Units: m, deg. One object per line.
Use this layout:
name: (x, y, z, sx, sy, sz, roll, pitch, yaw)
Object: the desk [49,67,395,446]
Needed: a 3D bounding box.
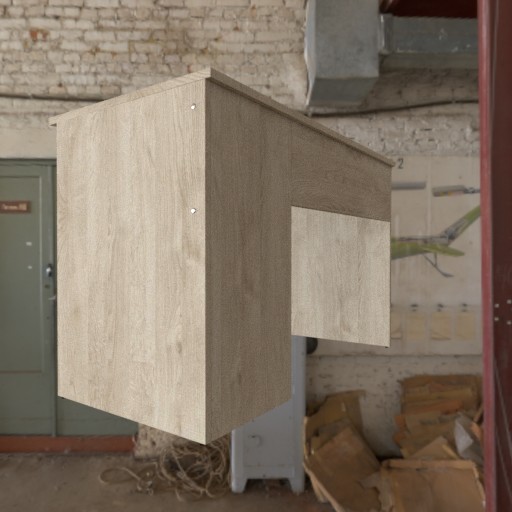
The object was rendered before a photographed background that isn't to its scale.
desk: (0.000, 0.000, 1.453, 0.560, 0.730, 1.096, 0, 1, 35)
